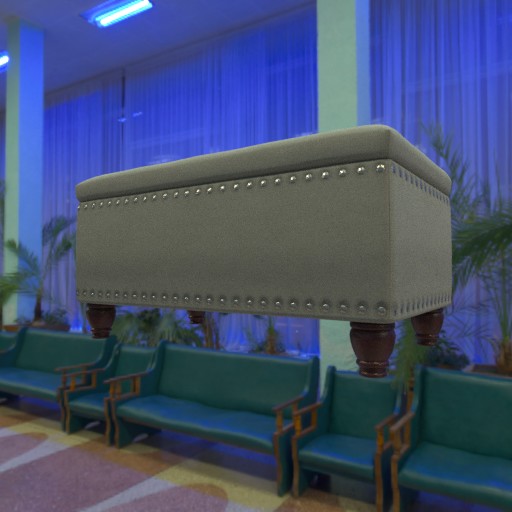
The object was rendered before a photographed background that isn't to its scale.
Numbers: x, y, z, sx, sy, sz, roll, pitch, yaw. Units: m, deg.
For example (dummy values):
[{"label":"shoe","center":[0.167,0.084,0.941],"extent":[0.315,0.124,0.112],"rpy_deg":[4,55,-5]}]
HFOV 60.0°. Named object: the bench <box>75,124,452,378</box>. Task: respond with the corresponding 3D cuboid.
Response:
[{"label":"bench","center":[0.000,0.000,1.178],"extent":[0.887,0.449,0.500],"rpy_deg":[-1,-2,34]}]
